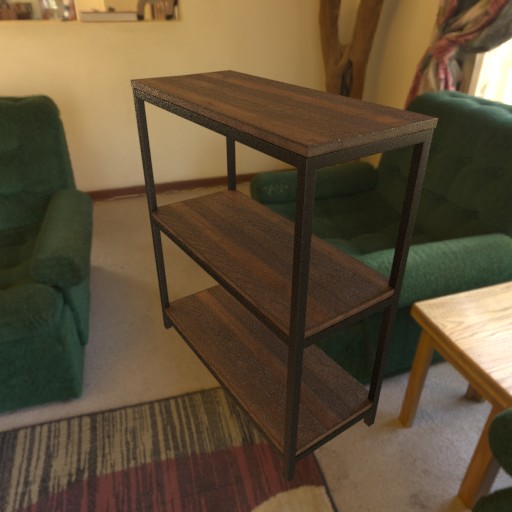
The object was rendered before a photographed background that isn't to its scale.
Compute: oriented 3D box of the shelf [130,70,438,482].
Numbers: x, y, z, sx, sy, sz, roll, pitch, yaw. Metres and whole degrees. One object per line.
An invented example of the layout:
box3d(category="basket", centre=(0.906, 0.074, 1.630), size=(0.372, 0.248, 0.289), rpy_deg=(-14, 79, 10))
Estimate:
box3d(category="shelf", centre=(0.000, 0.000, 1.366), size=(0.352, 0.947, 0.822), rpy_deg=(-19, 36, -29))
